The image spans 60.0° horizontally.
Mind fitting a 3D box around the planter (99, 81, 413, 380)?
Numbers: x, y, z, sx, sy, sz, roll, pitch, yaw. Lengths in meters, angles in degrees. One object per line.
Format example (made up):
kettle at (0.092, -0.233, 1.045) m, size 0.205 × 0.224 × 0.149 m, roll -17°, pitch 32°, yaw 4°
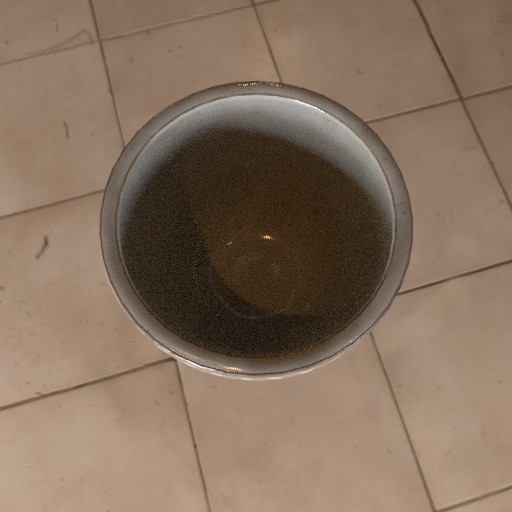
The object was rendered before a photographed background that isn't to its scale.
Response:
planter at (0.000, 0.000, 0.364) m, size 0.197 × 0.191 × 0.197 m, roll 0°, pitch 74°, yaw 0°
